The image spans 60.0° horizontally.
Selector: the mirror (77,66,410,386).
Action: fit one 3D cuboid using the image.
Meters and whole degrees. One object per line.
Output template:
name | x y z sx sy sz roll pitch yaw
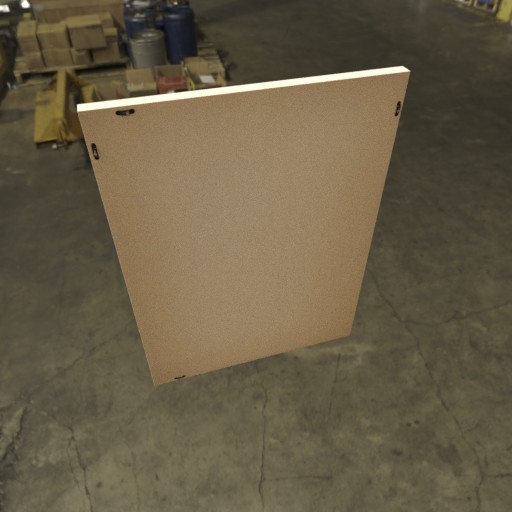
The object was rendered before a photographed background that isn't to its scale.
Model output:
mirror | 0.000 0.000 1.327 0.762 1.016 0.040 -12 44 -13
